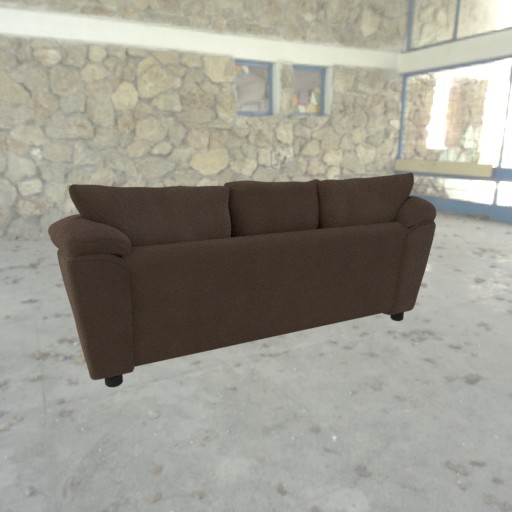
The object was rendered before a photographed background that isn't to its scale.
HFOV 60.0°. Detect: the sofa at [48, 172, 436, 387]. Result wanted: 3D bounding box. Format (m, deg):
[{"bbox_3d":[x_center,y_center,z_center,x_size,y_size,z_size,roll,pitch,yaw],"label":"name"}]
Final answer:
[{"bbox_3d":[0.000,0.000,2.816,2.336,1.015,0.878,-7,16,-26],"label":"sofa"}]
